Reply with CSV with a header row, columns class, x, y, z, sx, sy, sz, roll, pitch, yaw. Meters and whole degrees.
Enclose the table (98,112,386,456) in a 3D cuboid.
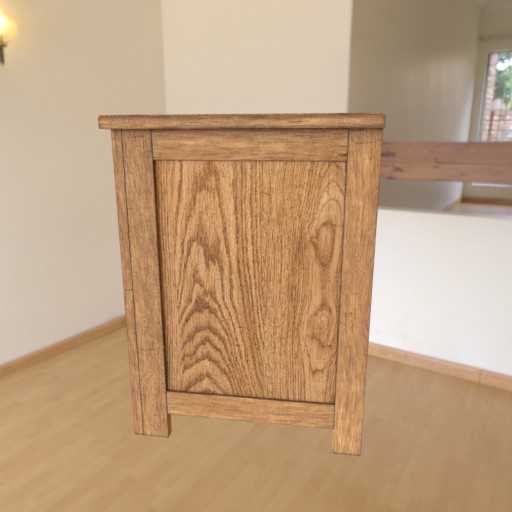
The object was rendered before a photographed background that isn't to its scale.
class,x,y,z,sx,sy,sz,roll,pitch,yaw
table,0.000,0.000,1.077,0.494,0.625,0.601,2,15,8
